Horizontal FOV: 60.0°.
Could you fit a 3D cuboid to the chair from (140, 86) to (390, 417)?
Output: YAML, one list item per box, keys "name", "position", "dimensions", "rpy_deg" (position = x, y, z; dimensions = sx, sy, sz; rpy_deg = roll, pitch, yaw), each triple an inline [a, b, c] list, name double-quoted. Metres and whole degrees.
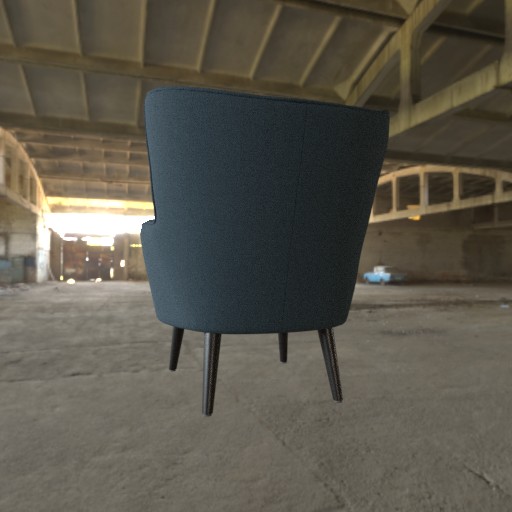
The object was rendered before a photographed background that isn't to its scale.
- name: "chair"
  position: [0.000, 0.000, 1.551]
  dimensions: [0.781, 0.933, 0.888]
  rpy_deg: [0, -1, -17]
